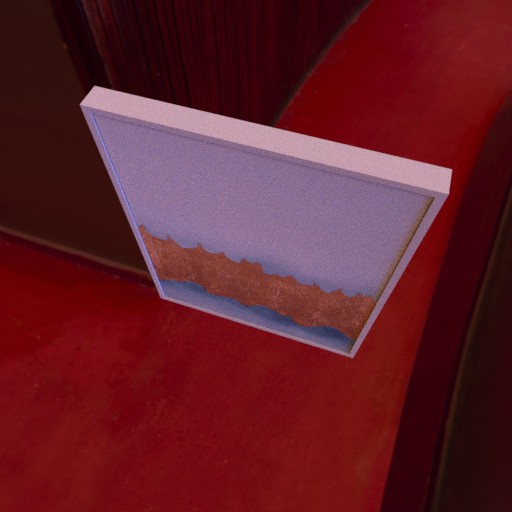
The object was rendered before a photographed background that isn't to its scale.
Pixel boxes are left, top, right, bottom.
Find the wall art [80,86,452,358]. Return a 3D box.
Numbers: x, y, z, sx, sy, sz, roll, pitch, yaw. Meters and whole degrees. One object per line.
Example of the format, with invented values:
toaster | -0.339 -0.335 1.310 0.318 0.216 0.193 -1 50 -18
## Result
wall art | 0.000 0.000 0.762 0.451 0.553 0.039 16 60 9
